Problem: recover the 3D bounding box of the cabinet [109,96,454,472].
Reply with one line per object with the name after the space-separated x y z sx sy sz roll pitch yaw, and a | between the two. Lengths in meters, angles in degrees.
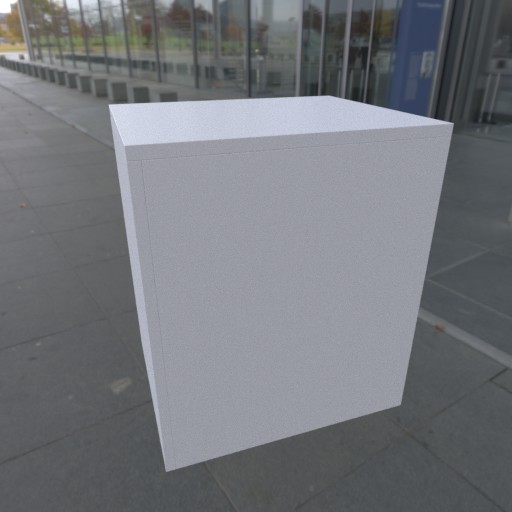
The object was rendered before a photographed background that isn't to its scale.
0.000 0.000 0.751 0.400 0.470 0.360 -9 27 -17 | cabinet
